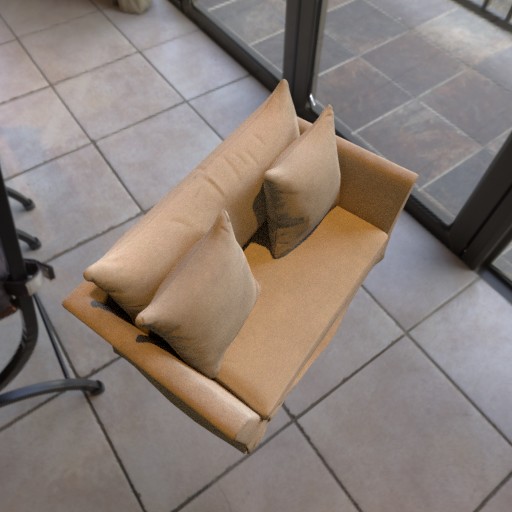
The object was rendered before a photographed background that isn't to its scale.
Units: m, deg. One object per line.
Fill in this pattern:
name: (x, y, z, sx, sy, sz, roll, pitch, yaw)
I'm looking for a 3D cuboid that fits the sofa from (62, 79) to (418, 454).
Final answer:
sofa: (0.000, 0.000, 2.311, 1.035, 1.040, 1.608, 32, 64, 18)
